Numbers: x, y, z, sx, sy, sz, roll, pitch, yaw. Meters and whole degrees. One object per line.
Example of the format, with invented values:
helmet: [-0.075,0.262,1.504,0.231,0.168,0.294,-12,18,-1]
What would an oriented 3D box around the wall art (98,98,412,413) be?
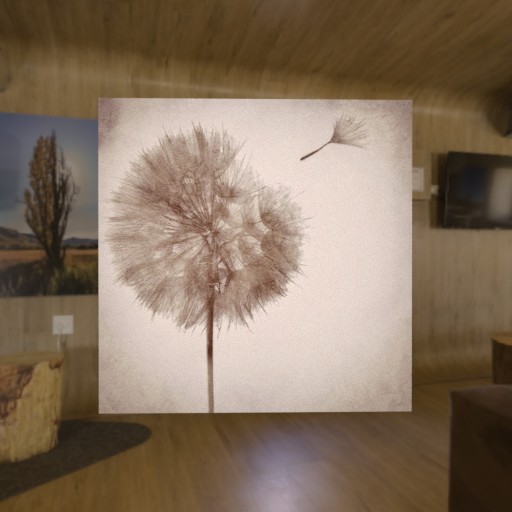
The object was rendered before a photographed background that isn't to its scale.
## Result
wall art: [0.000,0.000,0.442,0.303,0.303,0.028,0,0,-1]
